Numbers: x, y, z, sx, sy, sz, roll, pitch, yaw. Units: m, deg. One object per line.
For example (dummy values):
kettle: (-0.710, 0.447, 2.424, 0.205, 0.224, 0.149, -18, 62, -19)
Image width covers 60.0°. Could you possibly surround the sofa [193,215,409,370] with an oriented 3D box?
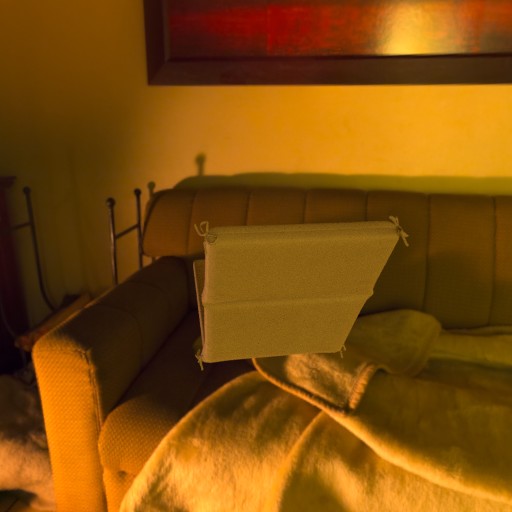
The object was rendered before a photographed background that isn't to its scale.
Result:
sofa: (0.000, 0.000, 1.977, 0.582, 0.622, 1.663, -3, 16, -9)
